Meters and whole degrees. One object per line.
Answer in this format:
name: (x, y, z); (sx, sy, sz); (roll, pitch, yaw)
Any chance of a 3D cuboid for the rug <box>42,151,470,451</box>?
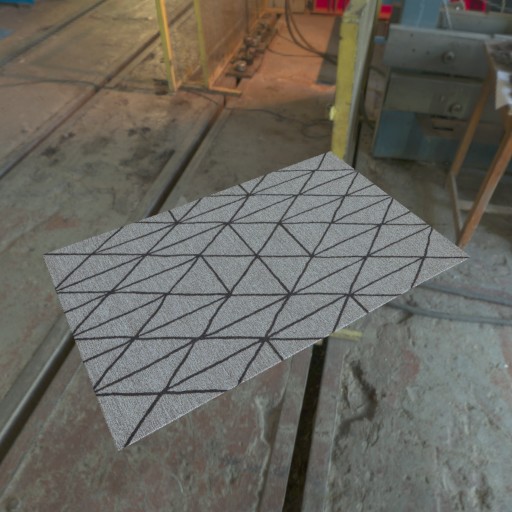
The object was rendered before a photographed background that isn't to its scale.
rug: (0.000, 0.000, 2.998); (2.465, 0.008, 1.526); (-24, 50, -21)
